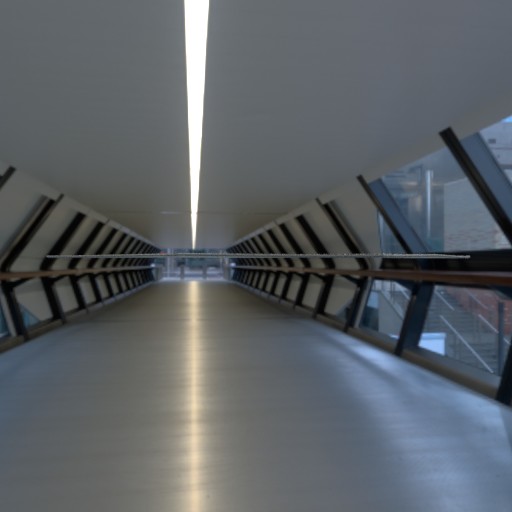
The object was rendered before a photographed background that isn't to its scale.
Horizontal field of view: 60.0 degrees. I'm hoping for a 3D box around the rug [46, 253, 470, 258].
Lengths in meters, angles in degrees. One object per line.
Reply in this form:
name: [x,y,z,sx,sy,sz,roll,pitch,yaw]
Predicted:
rug: [0.000,0.000,2.950,2.338,0.030,1.616,0,0,36]
